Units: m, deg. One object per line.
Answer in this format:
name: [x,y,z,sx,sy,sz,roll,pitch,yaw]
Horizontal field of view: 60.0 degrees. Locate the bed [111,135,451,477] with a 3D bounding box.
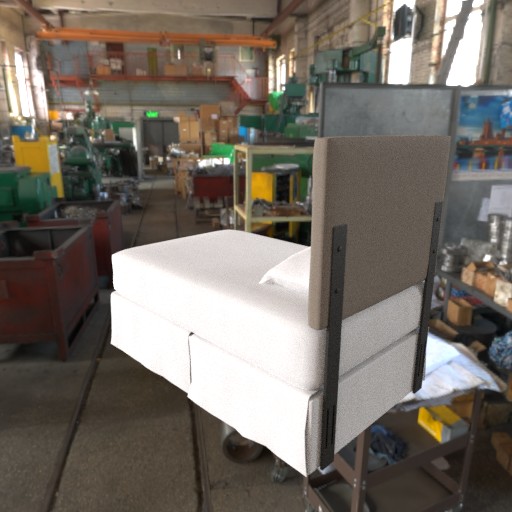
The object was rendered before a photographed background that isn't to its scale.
bed: [0.000,0.000,2.968,1.261,1.571,1.997,-15,22,-42]
